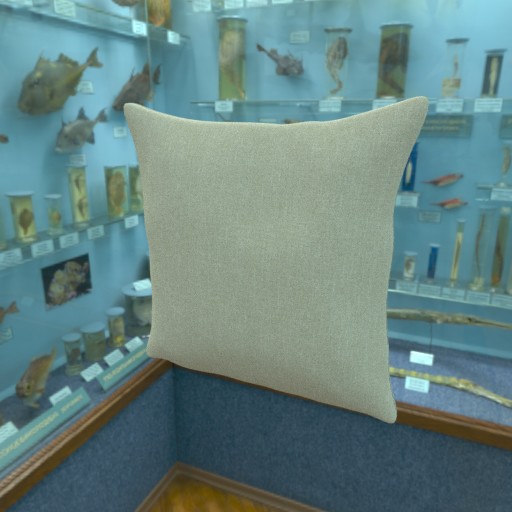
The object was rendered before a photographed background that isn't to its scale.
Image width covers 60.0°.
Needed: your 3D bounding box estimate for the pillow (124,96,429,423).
[{"bbox_3d":[0.000,0.000,0.650,0.436,0.432,0.138,8,19,24],"label":"pillow"}]
